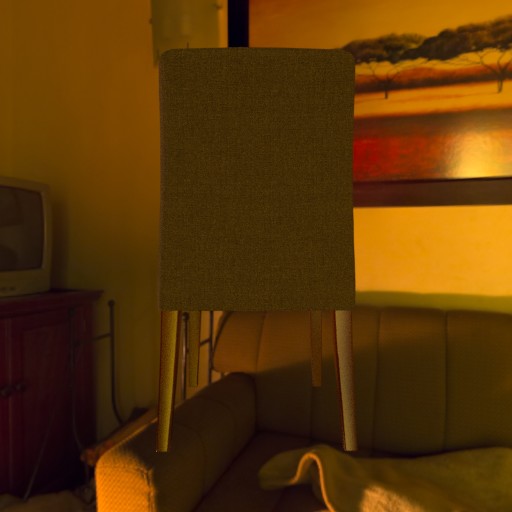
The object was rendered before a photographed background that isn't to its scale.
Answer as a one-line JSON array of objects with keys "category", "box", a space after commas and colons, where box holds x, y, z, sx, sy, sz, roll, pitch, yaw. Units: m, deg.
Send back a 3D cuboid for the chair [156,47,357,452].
[{"category": "chair", "box": [0.000, 0.000, 1.317, 0.508, 0.952, 0.655, 0, 0, -1]}]
